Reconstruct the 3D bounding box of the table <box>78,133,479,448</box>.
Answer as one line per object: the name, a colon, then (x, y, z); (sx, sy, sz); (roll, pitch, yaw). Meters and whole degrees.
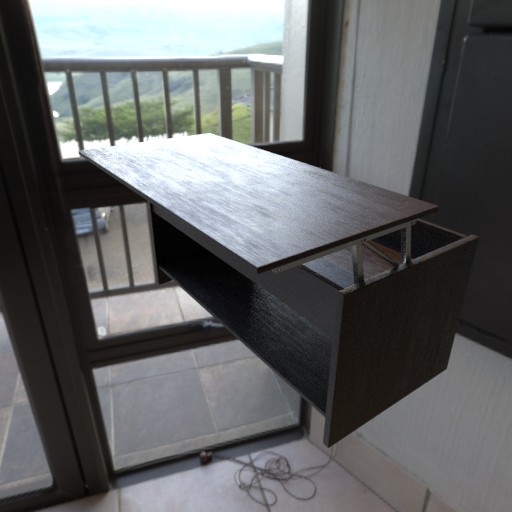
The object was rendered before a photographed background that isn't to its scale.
table: (0.000, 0.000, 1.396); (0.712, 0.570, 1.000); (-18, 32, -31)
